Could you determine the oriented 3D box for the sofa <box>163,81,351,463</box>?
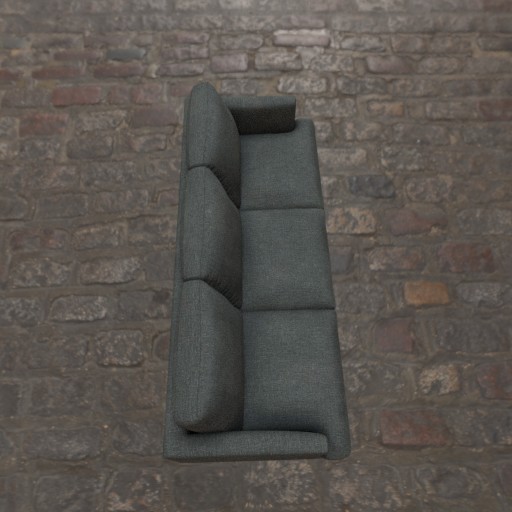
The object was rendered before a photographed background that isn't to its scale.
[{"bbox_3d":[0.000,0.000,2.668,0.903,0.930,2.246,-1,63,-1],"label":"sofa"}]
